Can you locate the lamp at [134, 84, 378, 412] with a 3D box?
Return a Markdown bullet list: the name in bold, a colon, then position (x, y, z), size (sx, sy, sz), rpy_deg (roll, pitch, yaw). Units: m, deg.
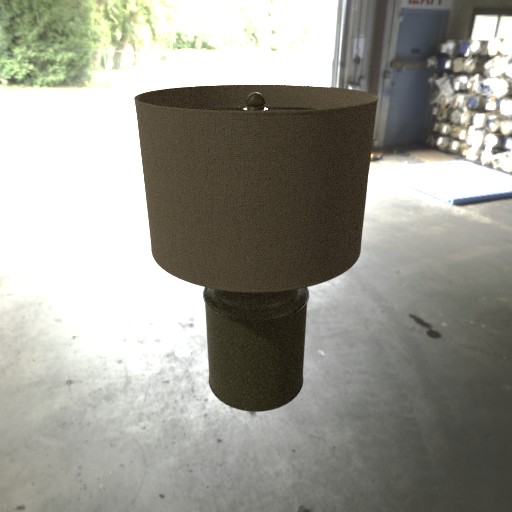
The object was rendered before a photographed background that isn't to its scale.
- **lamp**: position (0.000, 0.000, 0.698), size (0.318, 0.486, 0.318), rpy_deg (0, 26, 0)
